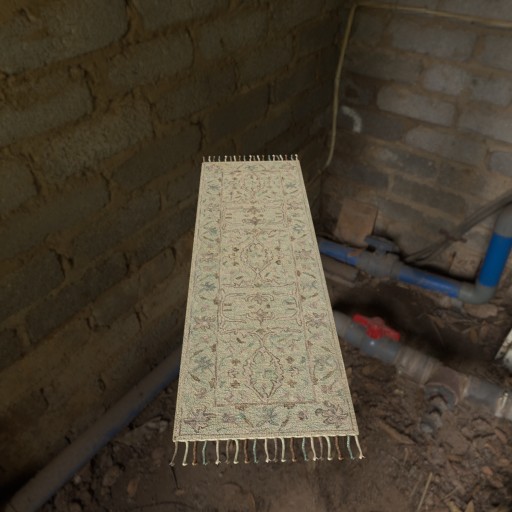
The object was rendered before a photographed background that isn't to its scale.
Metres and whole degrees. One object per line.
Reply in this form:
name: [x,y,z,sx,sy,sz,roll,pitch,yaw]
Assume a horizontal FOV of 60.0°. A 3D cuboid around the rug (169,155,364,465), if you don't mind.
rug: [0.000,0.000,2.646,0.769,0.013,2.440,-1,41,-2]
